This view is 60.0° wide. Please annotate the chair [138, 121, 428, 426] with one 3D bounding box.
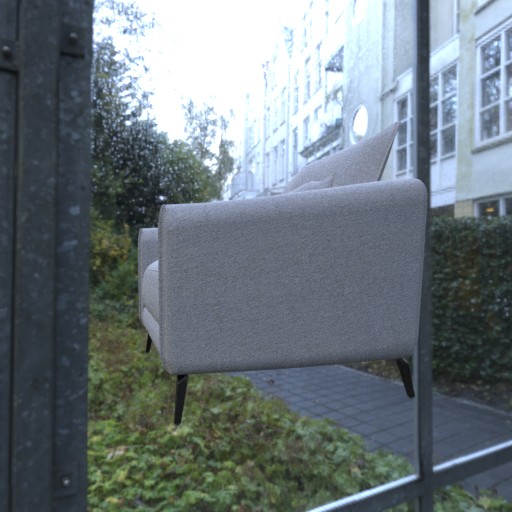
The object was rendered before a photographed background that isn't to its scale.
[{"bbox_3d":[0.000,0.000,1.650,0.801,0.856,1.029,0,-1,-18],"label":"chair"}]
